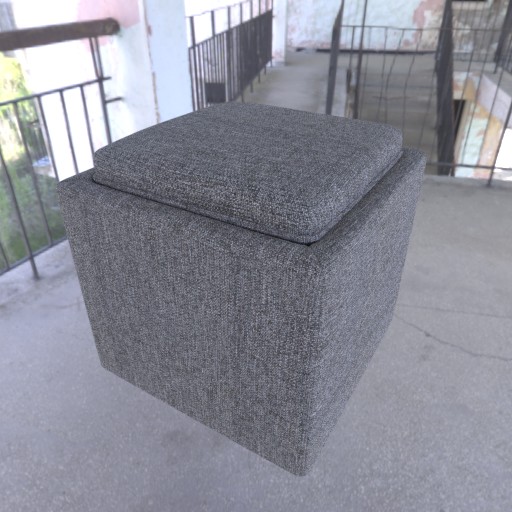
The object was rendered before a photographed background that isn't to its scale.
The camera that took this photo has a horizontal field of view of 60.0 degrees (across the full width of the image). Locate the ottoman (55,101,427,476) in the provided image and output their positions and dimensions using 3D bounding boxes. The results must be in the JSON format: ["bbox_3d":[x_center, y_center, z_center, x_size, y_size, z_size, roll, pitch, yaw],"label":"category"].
[{"bbox_3d":[0.000,0.000,0.814,0.450,0.460,0.450,18,37,26],"label":"ottoman"}]
